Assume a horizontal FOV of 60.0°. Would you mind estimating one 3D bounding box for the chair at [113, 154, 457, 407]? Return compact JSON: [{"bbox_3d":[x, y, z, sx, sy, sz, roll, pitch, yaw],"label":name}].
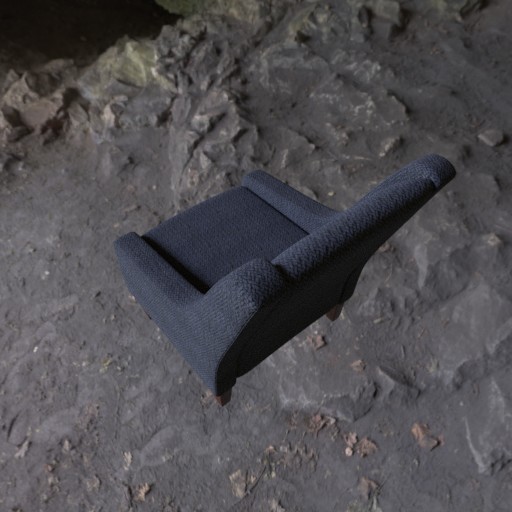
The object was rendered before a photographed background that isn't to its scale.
[{"bbox_3d":[0.000,0.000,1.731,0.793,1.012,0.944,-31,54,-26],"label":"chair"}]
